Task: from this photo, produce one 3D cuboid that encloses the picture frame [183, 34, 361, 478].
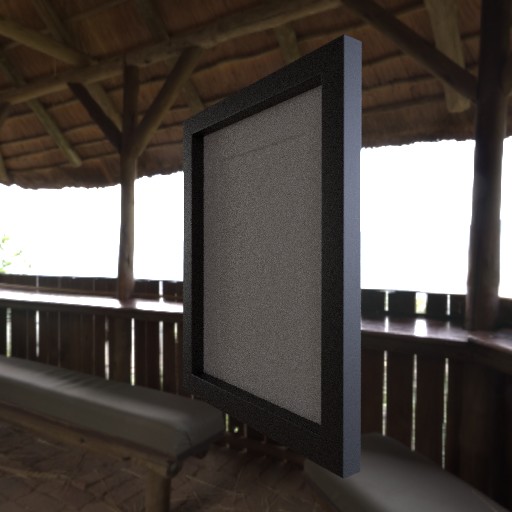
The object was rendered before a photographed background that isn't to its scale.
[{"bbox_3d":[0.000,0.000,0.516,0.036,0.383,0.307,0,0,-36],"label":"picture frame"}]
